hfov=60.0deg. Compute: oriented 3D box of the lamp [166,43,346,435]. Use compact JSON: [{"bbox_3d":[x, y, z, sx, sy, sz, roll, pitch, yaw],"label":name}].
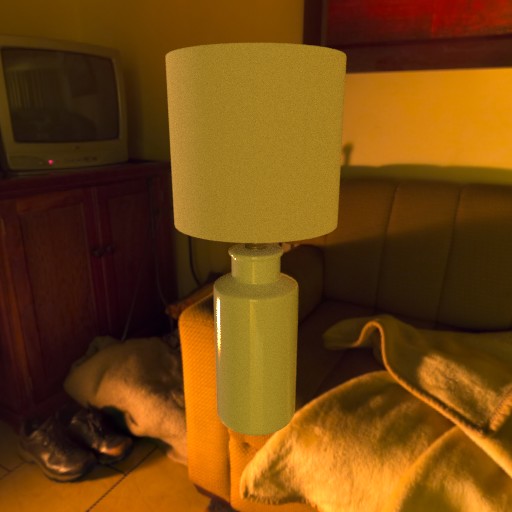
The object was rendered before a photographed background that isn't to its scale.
[{"bbox_3d":[0.000,0.000,0.599,0.212,0.493,0.212,3,17,8],"label":"lamp"}]
